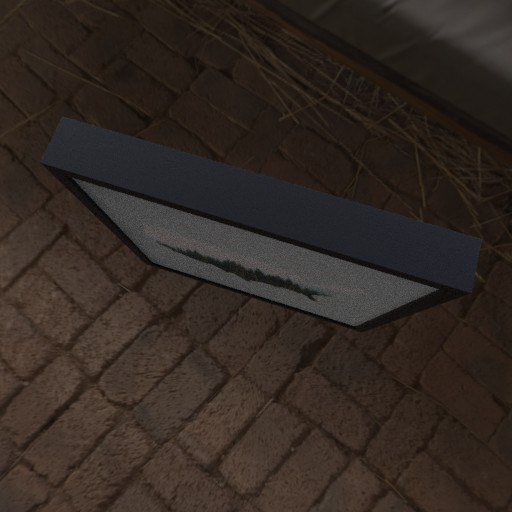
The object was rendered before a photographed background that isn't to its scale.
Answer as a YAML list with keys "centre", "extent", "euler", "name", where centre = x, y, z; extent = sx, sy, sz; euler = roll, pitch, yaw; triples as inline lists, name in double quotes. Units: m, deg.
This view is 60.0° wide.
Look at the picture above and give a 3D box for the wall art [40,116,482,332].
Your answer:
- centre: [0.000, 0.000, 0.450]
  extent: [0.304, 0.304, 0.038]
  euler: [17, 76, 4]
  name: "wall art"
